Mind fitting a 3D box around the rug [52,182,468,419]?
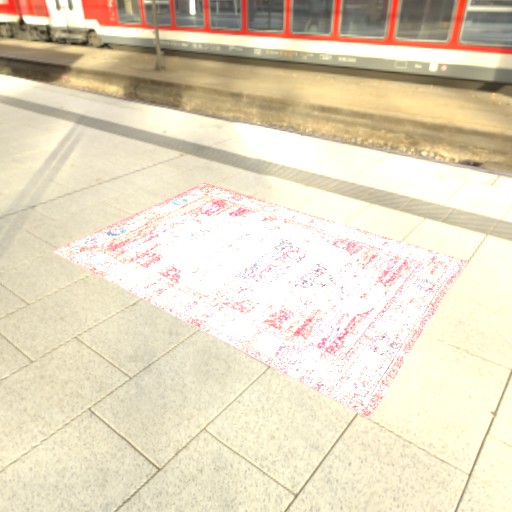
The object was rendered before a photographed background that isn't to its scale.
[{"bbox_3d":[0.000,0.000,2.335,1.829,0.006,1.219,21,37,30],"label":"rug"}]
